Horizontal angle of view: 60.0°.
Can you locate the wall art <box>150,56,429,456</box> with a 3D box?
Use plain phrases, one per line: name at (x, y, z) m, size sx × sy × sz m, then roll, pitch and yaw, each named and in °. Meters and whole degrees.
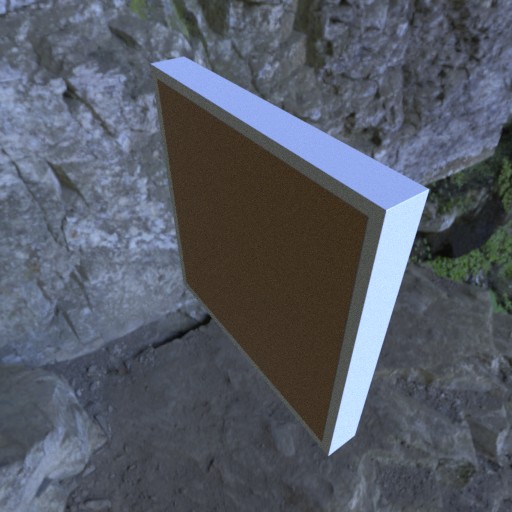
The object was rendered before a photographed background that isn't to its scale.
wall art at (0.000, 0.000, 0.451) m, size 0.038 × 0.305 × 0.305 m, roll -25°, pitch 47°, yaw -26°
